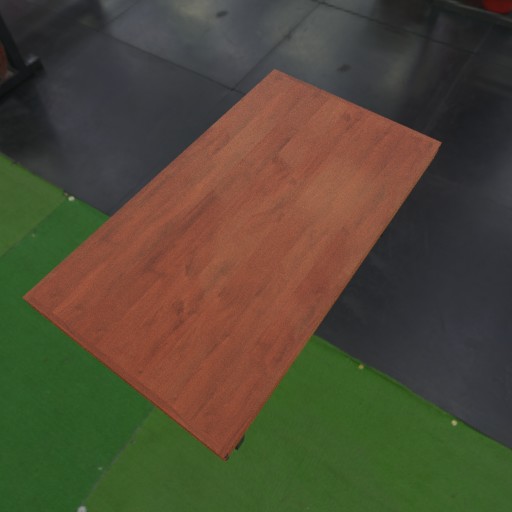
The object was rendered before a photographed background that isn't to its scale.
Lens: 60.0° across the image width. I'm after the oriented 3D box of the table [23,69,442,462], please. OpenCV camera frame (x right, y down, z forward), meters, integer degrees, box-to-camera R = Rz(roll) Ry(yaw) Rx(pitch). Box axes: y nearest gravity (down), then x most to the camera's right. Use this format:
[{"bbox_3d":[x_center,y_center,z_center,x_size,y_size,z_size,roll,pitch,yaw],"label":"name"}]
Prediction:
[{"bbox_3d":[0.000,0.000,1.386,0.610,0.457,1.067,31,63,18],"label":"table"}]
